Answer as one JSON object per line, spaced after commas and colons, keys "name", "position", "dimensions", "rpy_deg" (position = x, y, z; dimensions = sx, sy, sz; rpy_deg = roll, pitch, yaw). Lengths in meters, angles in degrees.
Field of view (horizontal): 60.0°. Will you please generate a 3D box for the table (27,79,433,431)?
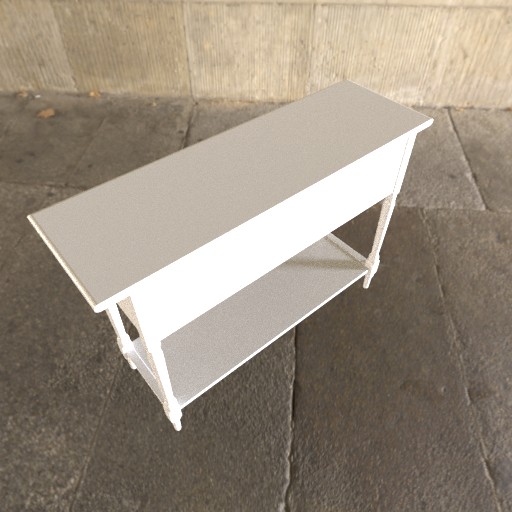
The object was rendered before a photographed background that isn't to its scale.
{"name": "table", "position": [0.000, 0.000, 1.577], "dimensions": [1.197, 0.808, 0.384], "rpy_deg": [-31, 54, -26]}
